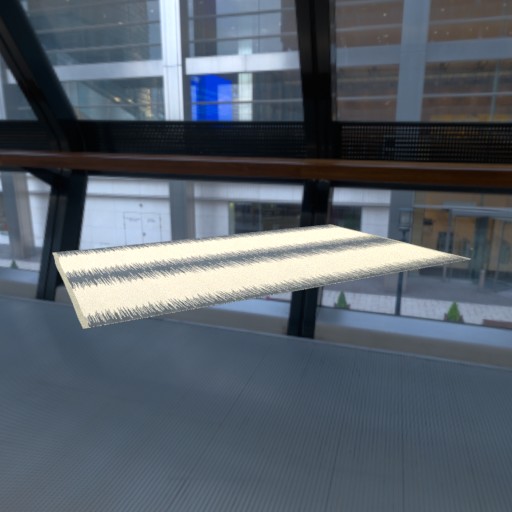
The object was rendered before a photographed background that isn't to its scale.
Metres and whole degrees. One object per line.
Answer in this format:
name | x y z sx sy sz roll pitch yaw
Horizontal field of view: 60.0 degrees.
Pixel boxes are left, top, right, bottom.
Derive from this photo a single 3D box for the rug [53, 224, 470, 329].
rug | 0.000 0.000 3.036 2.453 0.003 1.519 -7 16 -27
